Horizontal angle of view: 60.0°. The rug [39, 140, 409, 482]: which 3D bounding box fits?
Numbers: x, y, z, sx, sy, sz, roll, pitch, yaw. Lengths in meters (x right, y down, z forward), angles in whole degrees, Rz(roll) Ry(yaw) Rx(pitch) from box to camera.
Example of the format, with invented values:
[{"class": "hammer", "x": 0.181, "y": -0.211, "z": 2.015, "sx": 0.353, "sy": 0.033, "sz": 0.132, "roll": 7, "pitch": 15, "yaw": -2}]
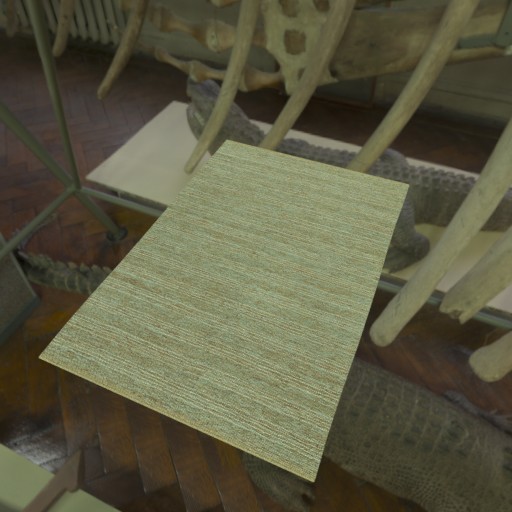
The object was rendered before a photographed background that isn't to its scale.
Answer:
[{"class": "rug", "x": 0.000, "y": 0.000, "z": 2.291, "sx": 1.240, "sy": 0.010, "sz": 1.824, "roll": 18, "pitch": 50, "yaw": 16}]
